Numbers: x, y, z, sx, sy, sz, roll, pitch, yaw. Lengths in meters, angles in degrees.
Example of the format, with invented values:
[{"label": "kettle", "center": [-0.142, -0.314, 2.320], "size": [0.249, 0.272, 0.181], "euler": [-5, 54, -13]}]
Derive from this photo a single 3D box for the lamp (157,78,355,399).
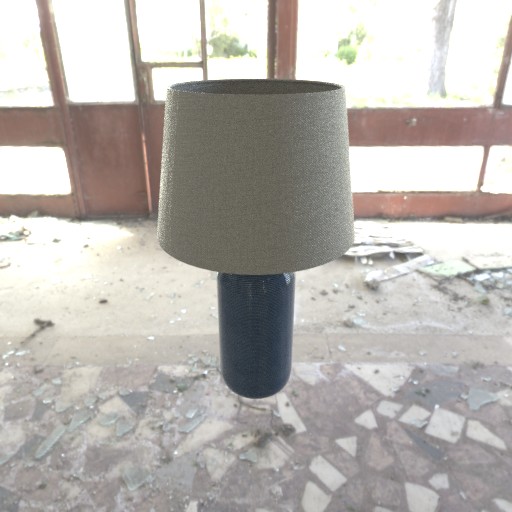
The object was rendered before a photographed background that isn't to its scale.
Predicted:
[{"label": "lamp", "center": [0.000, 0.000, 0.594], "size": [0.253, 0.428, 0.253], "euler": [0, 26, 0]}]
